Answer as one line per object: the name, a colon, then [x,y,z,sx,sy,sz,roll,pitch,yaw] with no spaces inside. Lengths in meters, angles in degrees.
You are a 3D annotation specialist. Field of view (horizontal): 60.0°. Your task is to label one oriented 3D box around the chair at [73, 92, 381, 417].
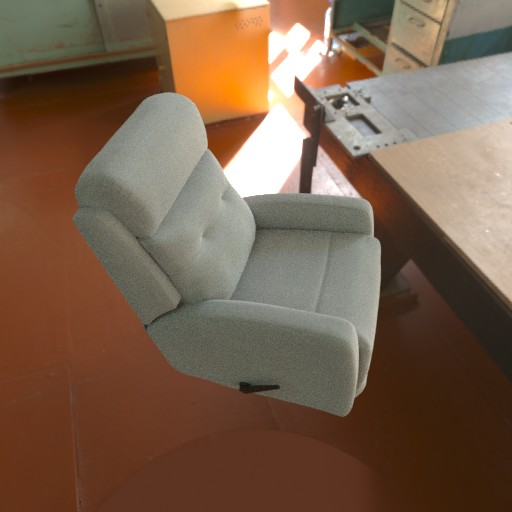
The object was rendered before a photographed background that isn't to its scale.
chair: [0.000,0.000,1.741,1.043,1.013,0.798,11,48,10]
